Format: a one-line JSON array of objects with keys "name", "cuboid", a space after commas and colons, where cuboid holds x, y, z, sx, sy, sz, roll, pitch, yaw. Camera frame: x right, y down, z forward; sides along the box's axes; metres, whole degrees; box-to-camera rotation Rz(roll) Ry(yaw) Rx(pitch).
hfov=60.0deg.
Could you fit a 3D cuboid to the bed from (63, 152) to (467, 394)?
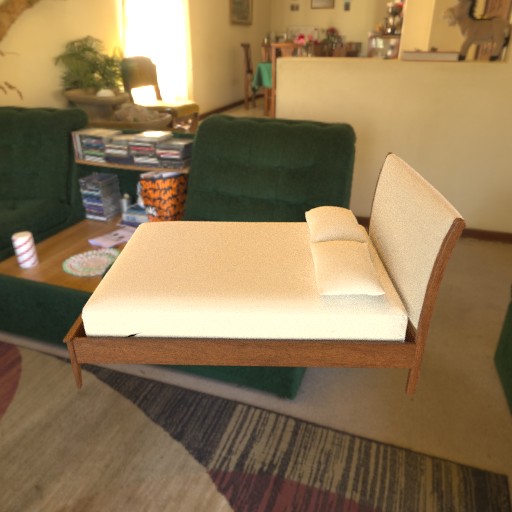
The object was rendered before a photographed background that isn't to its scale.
[{"name": "bed", "cuboid": [0.000, 0.000, 3.382, 2.380, 1.250, 1.612, 1, 26, 1]}]
